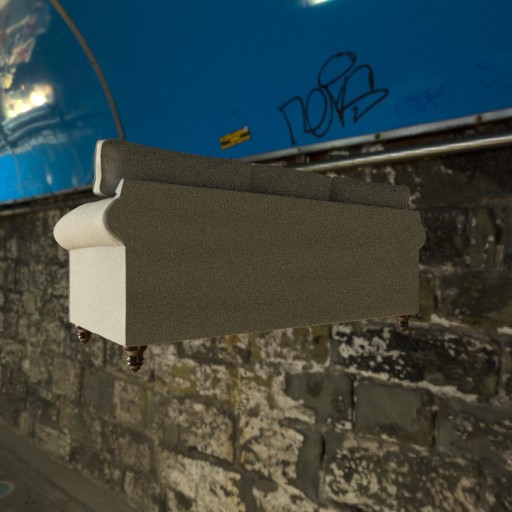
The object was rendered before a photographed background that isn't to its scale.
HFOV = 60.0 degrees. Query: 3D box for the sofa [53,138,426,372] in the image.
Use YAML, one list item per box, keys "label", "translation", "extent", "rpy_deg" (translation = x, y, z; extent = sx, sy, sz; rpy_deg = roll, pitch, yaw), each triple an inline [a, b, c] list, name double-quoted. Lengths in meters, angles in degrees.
- label: "sofa"
  translation: [0.000, 0.000, 2.627]
  extent: [2.084, 0.961, 0.916]
  rpy_deg: [0, -1, -36]
